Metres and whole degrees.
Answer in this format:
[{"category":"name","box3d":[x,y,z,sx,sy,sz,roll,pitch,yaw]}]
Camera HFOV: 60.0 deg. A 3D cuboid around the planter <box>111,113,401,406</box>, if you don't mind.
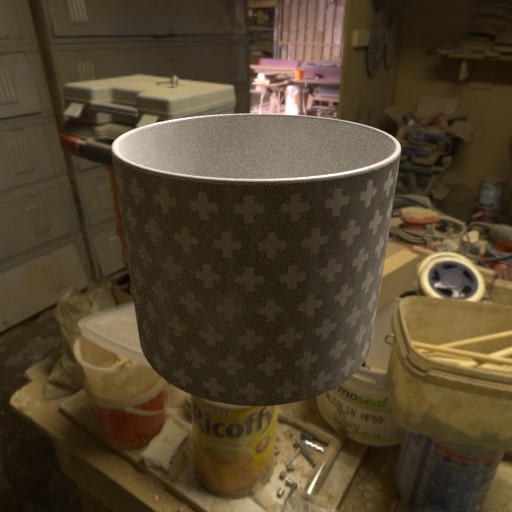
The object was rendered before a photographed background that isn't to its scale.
[{"category":"planter","box3d":[0.000,0.000,0.343,0.190,0.181,0.190,0,27,0]}]
